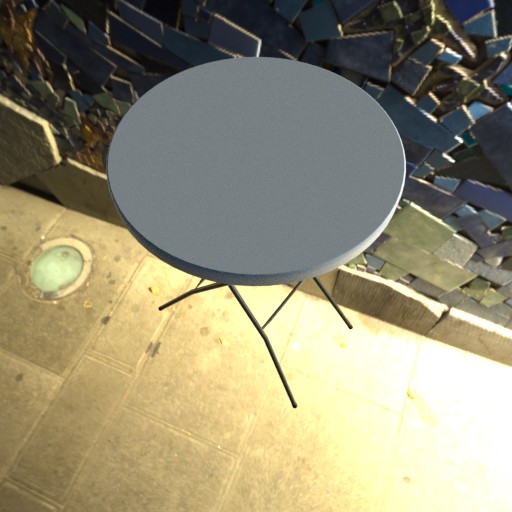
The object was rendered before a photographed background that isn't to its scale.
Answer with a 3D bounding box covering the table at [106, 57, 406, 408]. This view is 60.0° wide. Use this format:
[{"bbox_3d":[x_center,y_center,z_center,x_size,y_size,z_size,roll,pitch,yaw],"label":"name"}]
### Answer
[{"bbox_3d":[0.000,0.000,1.652,0.795,1.105,0.792,33,64,19],"label":"table"}]
